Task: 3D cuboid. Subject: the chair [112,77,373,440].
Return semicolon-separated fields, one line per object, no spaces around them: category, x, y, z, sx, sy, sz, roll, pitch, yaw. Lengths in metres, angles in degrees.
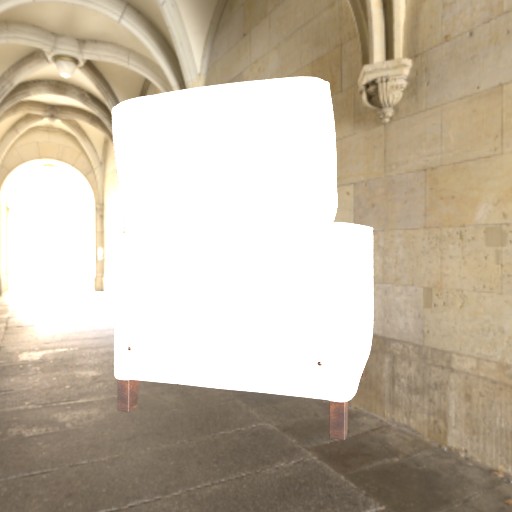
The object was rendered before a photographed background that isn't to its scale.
chair;0.000;0.000;1.675;0.841;1.028;0.858;0;0;18
